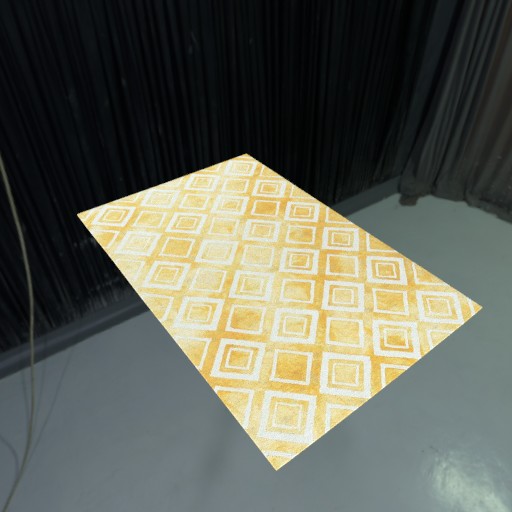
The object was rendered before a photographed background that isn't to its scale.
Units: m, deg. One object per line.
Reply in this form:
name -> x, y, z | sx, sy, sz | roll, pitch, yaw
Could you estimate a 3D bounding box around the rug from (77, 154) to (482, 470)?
rug -> 0.000, 0.000, 2.293 | 1.213, 0.010, 1.829 | -26, 48, -27
